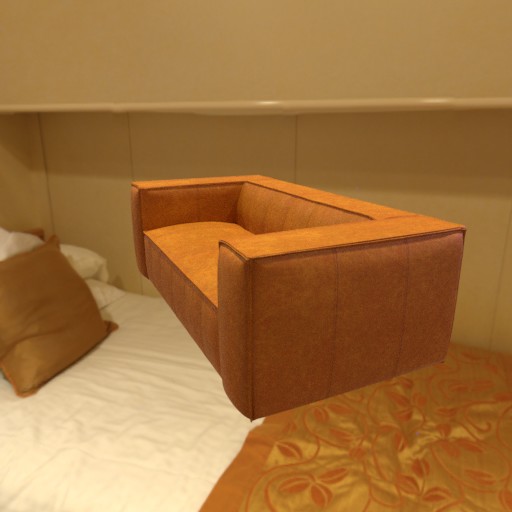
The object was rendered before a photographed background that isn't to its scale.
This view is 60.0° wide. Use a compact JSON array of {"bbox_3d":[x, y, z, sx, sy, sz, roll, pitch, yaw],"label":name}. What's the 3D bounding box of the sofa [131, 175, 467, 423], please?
[{"bbox_3d":[0.000,0.000,2.643,1.102,0.703,2.088,-8,19,-24],"label":"sofa"}]
